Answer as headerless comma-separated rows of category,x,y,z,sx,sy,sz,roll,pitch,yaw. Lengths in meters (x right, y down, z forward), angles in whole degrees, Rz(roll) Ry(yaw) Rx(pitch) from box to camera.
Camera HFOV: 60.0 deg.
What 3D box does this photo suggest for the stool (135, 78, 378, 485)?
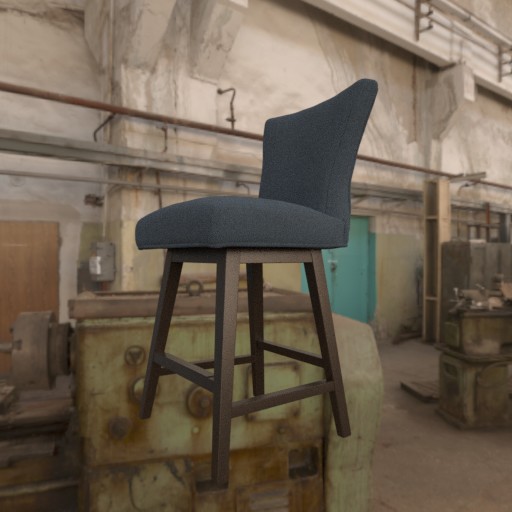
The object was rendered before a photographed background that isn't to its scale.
stool,0.000,0.000,1.316,0.574,1.000,0.514,0,0,-34
